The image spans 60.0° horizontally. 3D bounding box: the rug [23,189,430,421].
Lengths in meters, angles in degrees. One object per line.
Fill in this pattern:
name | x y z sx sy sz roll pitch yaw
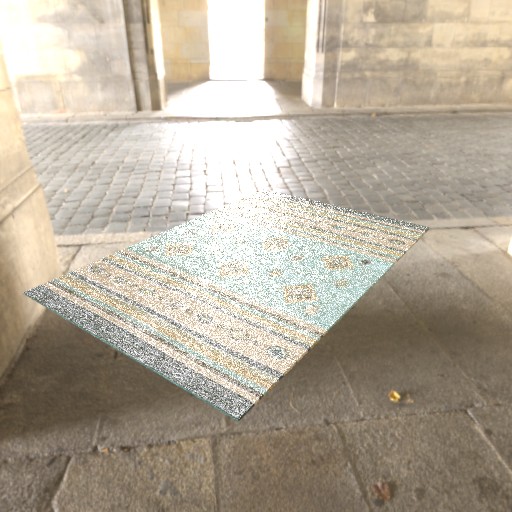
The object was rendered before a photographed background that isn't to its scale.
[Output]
rug | 0.000 0.000 2.282 1.212 0.010 1.811 18 32 32
